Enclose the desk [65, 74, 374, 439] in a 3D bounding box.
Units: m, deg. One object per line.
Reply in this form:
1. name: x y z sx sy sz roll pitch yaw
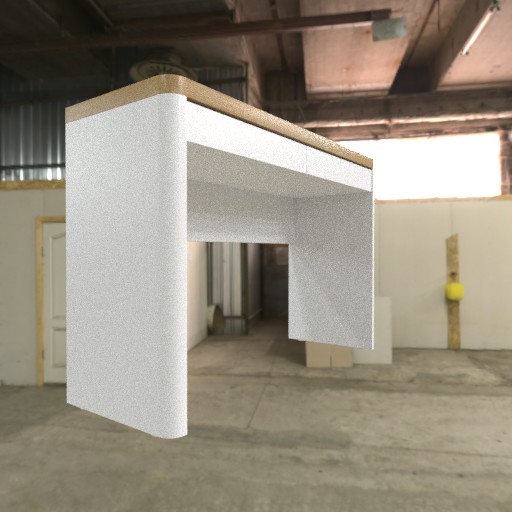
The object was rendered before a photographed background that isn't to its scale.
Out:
1. desk: 0.000 0.000 1.456 0.390 0.760 1.100 0 1 37
